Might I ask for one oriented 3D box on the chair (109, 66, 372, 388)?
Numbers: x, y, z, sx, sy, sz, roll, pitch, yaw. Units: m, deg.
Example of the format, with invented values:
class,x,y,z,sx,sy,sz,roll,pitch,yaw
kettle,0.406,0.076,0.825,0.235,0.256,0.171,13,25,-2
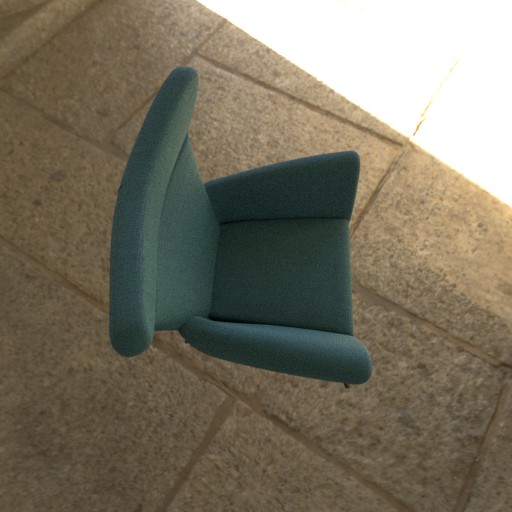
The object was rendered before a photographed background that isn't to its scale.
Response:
class,x,y,z,sx,sy,sz,roll,pitch,yaw
chair,0.000,0.000,1.753,0.900,0.980,1.050,3,63,2
